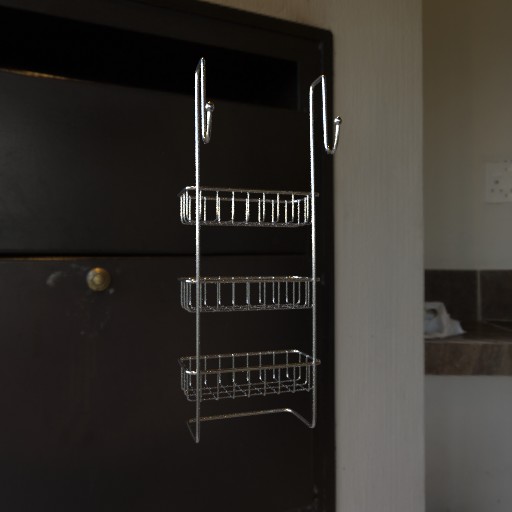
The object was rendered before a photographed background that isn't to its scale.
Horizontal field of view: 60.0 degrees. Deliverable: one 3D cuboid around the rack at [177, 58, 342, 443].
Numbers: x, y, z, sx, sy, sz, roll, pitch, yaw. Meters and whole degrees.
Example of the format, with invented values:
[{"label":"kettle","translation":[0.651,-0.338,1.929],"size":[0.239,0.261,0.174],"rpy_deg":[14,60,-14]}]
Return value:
[{"label":"rack","translation":[0.000,0.000,0.712],"size":[0.228,0.574,0.202],"rpy_deg":[0,-1,-18]}]
